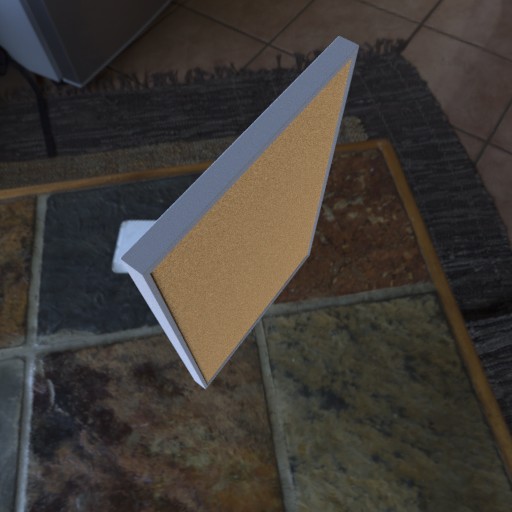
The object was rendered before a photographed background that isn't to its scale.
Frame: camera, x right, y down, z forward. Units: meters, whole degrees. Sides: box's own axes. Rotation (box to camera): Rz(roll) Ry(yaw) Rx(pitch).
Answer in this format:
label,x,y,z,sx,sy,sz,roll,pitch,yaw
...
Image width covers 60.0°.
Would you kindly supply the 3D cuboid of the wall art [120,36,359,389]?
label,x,y,z,sx,sy,sz,roll,pitch,yaw
wall art,0.000,0.000,0.968,0.039,0.753,0.511,34,68,16
